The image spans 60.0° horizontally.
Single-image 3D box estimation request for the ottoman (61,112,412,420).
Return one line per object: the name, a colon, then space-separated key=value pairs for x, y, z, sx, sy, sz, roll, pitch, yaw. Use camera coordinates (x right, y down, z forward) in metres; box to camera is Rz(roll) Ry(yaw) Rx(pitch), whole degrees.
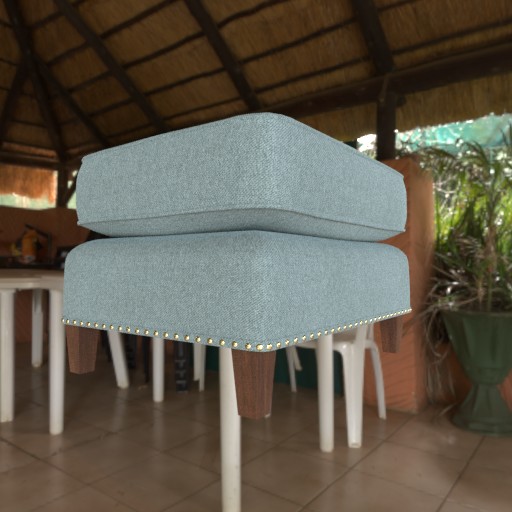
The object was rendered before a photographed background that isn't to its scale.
ottoman: x=0.000 y=0.000 z=1.137 sx=0.589 sy=0.537 sz=0.738 roll=-1 pitch=-1 yaw=36
